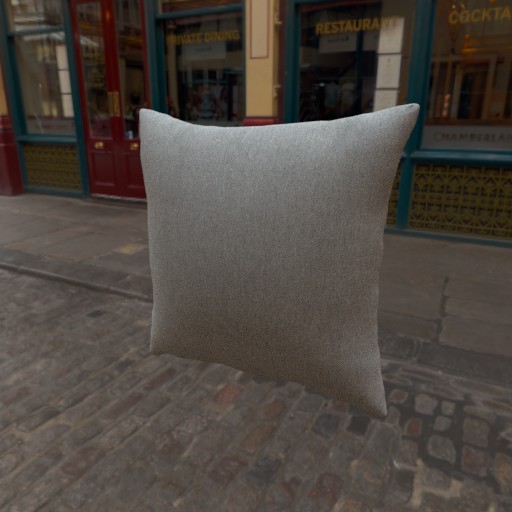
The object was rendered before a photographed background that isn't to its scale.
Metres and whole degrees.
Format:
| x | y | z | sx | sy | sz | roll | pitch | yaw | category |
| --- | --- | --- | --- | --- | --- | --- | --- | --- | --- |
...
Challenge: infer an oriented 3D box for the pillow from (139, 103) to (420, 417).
| x | y | z | sx | sy | sz | roll | pitch | yaw | category |
| --- | --- | --- | --- | --- | --- | --- | --- | --- | --- |
| 0.000 | 0.000 | 0.681 | 0.433 | 0.436 | 0.173 | 8 | 18 | 26 | pillow |
